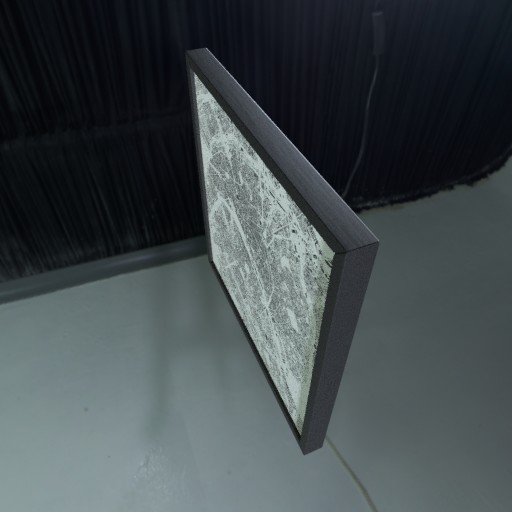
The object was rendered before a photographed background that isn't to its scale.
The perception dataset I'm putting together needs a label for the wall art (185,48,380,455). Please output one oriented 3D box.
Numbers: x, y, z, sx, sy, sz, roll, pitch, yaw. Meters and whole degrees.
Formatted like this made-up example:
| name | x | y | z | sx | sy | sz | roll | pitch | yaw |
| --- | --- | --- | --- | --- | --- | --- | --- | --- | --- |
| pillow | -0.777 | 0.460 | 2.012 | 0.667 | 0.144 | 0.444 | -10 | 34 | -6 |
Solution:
| name | x | y | z | sx | sy | sz | roll | pitch | yaw |
| --- | --- | --- | --- | --- | --- | --- | --- | --- | --- |
| wall art | 0.000 | 0.000 | 0.758 | 0.037 | 0.508 | 0.508 | -17 | 49 | -16 |
